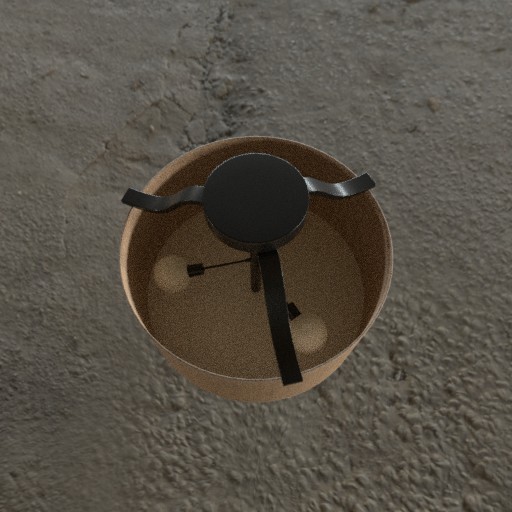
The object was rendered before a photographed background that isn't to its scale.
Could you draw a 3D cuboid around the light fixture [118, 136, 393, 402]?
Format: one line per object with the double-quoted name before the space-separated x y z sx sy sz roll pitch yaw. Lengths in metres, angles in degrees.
"light fixture" 0.000 0.000 0.652 0.390 0.306 0.390 0 64 0
